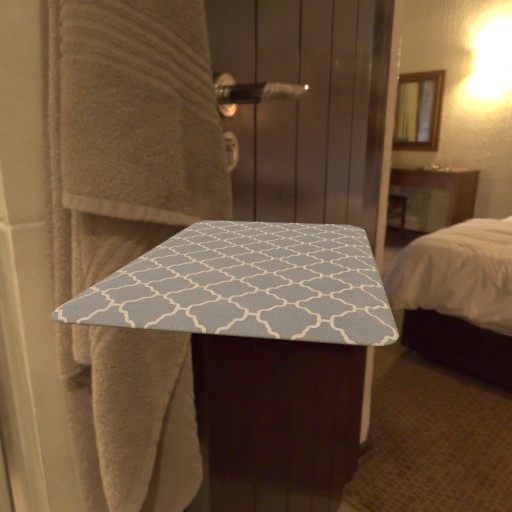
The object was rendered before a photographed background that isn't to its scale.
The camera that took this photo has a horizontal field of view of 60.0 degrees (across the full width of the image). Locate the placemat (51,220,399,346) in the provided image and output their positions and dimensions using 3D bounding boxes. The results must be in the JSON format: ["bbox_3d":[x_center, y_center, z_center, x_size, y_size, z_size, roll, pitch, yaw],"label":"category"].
[{"bbox_3d":[0.000,0.000,0.963,0.508,0.021,0.762,3,15,9],"label":"placemat"}]
